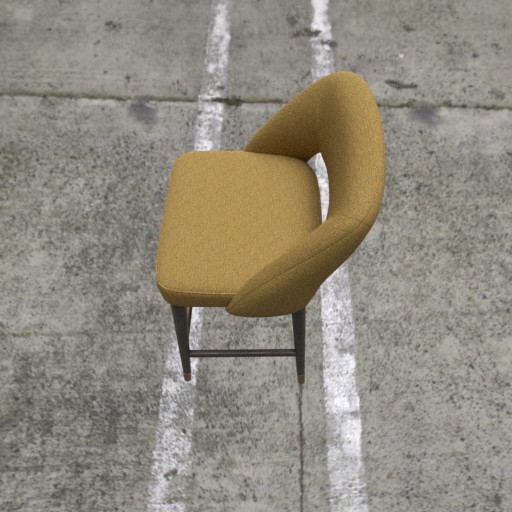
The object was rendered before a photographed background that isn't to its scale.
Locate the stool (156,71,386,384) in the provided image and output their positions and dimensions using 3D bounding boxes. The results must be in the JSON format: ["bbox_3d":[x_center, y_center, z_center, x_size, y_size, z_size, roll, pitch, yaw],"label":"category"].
[{"bbox_3d":[0.000,0.000,1.325,0.522,1.032,0.536,1,58,1],"label":"stool"}]
